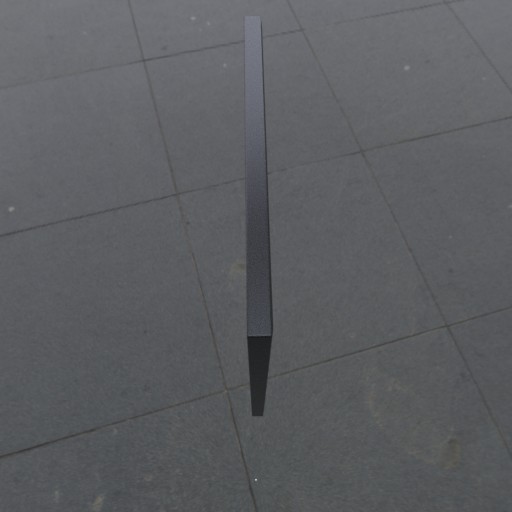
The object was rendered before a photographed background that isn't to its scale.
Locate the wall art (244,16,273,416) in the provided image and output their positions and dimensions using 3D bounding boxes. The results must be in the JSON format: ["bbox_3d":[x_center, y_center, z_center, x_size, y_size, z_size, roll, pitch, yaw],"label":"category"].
[{"bbox_3d":[0.000,0.000,1.596,0.053,1.194,0.950,-1,63,0],"label":"wall art"}]
